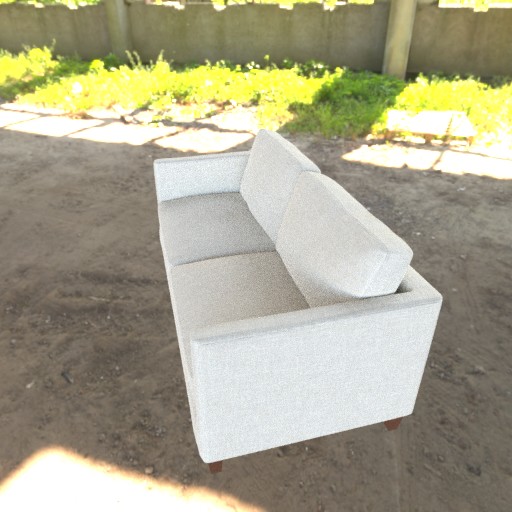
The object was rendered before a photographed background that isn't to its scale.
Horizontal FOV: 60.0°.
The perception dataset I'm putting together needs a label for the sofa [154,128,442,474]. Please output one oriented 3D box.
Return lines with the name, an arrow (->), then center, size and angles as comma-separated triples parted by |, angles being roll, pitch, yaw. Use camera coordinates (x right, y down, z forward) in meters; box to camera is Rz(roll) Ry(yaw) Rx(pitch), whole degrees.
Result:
sofa -> 0.000, 0.000, 2.392 | 0.950, 0.963, 1.838 | -8, 32, -13
